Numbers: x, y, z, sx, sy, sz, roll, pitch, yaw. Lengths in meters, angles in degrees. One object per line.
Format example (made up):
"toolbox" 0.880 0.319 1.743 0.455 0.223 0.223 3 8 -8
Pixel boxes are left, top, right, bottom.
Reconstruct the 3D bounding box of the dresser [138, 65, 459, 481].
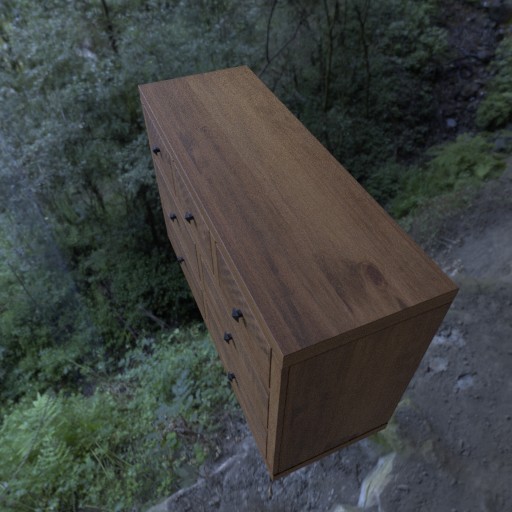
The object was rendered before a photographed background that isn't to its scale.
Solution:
"dresser" 0.000 0.000 1.634 0.479 0.825 1.261 -18 49 -16
